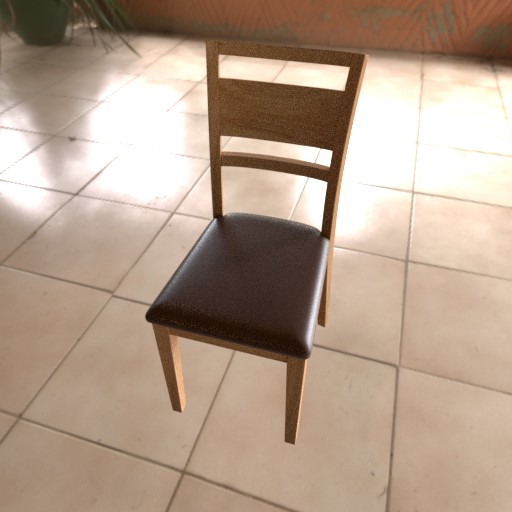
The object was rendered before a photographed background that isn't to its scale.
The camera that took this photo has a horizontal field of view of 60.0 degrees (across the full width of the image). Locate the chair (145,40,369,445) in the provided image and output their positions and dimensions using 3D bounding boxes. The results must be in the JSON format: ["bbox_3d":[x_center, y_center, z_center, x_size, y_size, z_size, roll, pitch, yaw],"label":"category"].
[{"bbox_3d":[0.000,0.000,1.199,0.420,0.940,0.545,11,43,12],"label":"chair"}]
